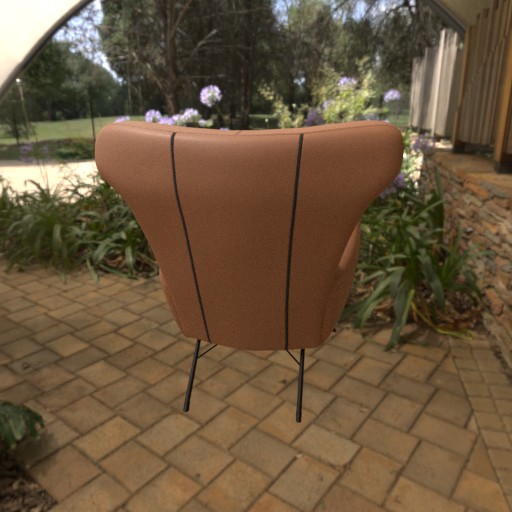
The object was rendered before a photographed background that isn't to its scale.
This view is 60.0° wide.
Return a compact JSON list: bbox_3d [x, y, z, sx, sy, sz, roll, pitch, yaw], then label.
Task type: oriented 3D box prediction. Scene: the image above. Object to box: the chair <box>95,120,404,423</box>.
[{"bbox_3d":[0.000,0.000,1.801,0.980,1.050,0.900,2,17,8],"label":"chair"}]
